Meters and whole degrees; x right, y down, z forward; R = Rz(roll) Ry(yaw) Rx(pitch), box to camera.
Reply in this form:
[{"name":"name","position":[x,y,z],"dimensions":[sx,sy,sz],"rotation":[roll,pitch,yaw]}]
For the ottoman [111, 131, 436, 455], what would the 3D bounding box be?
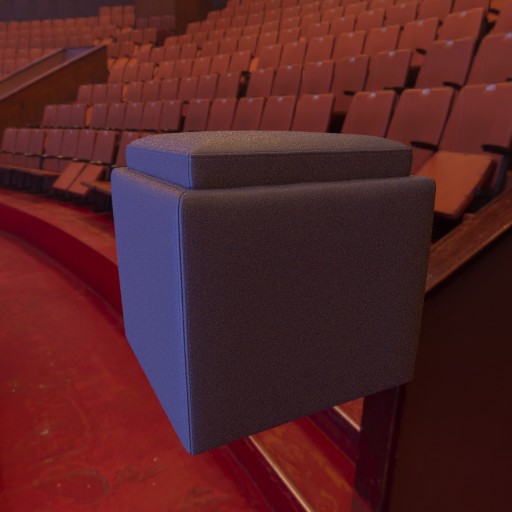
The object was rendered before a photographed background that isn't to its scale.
[{"name":"ottoman","position":[0.000,0.000,0.846],"dimensions":[0.451,0.460,0.450],"rotation":[-8,18,-26]}]
